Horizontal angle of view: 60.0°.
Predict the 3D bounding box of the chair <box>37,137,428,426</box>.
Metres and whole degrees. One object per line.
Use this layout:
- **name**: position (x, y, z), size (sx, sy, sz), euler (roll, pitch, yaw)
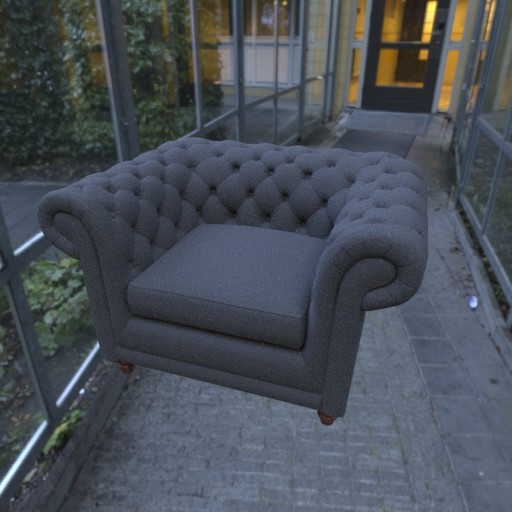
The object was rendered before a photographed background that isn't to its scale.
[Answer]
- **chair**: position (0.000, 0.000, 1.842), size (1.270, 0.770, 0.976), euler (9, 28, 17)
